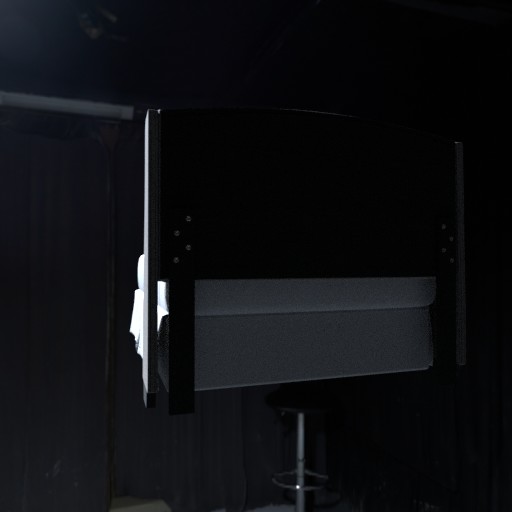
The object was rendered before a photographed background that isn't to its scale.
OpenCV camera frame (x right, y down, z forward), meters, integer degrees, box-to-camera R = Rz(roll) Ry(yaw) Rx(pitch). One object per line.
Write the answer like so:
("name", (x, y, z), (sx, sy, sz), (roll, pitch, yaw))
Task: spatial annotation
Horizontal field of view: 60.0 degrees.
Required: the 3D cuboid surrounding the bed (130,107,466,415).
("bed", (0.000, 0.000, 3.213), (1.710, 1.407, 2.237), (0, -1, -18))
